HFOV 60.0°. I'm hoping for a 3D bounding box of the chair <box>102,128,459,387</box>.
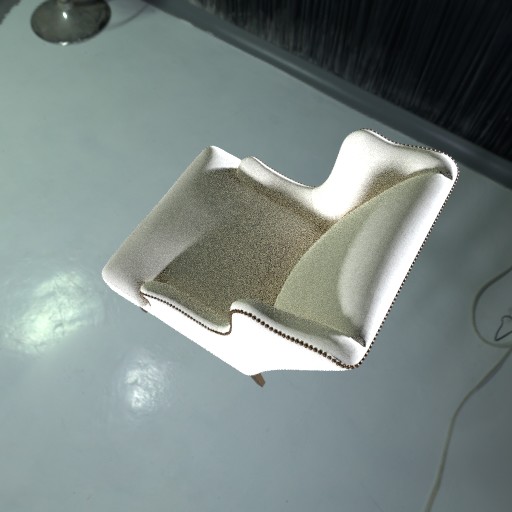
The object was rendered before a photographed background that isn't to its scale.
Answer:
[{"bbox_3d":[0.000,0.000,1.639,0.940,1.029,0.737,29,67,13],"label":"chair"}]
